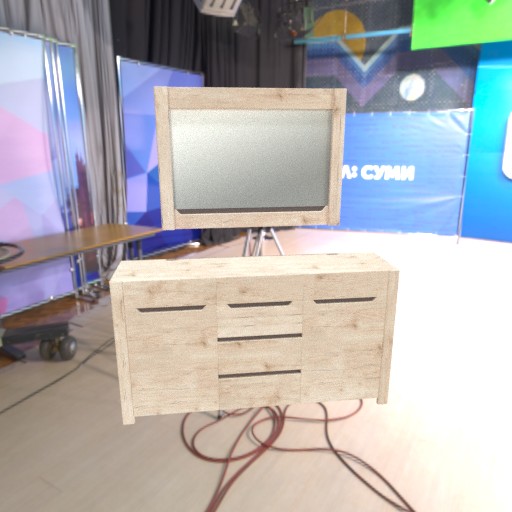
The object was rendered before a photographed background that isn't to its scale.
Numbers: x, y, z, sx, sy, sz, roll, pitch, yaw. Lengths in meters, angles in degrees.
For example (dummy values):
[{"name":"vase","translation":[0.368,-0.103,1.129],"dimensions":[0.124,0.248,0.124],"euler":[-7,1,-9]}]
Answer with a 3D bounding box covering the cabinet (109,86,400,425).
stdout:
[{"name":"cabinet","translation":[0.000,0.000,2.746],"dimensions":[1.700,1.981,0.420],"euler":[-2,16,-7]}]
